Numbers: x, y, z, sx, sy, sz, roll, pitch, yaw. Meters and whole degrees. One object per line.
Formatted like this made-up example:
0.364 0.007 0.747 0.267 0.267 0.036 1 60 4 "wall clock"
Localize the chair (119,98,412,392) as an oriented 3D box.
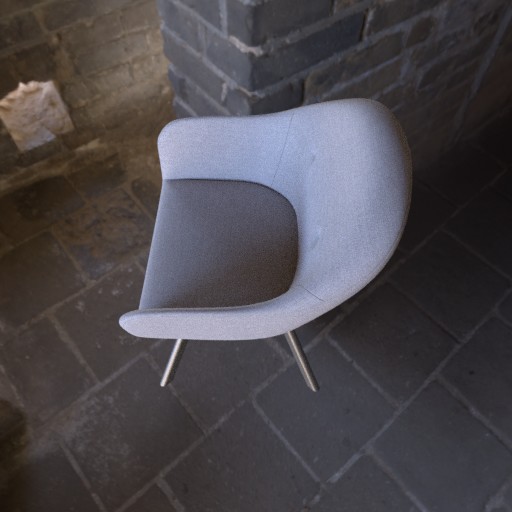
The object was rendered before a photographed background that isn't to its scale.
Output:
0.000 0.000 1.130 0.570 0.780 0.540 2 58 1 "chair"
